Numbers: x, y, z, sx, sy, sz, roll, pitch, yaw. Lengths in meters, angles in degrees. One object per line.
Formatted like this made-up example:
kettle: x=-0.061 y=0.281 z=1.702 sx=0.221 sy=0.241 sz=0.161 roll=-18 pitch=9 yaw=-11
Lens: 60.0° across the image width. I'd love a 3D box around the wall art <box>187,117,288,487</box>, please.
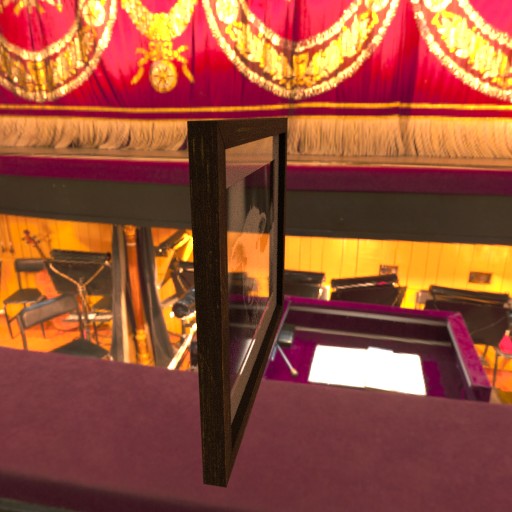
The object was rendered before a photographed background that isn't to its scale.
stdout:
wall art: x=0.000 y=0.000 z=0.772 sx=0.032 sy=0.457 sz=0.558 roll=3 pitch=18 yaw=11
